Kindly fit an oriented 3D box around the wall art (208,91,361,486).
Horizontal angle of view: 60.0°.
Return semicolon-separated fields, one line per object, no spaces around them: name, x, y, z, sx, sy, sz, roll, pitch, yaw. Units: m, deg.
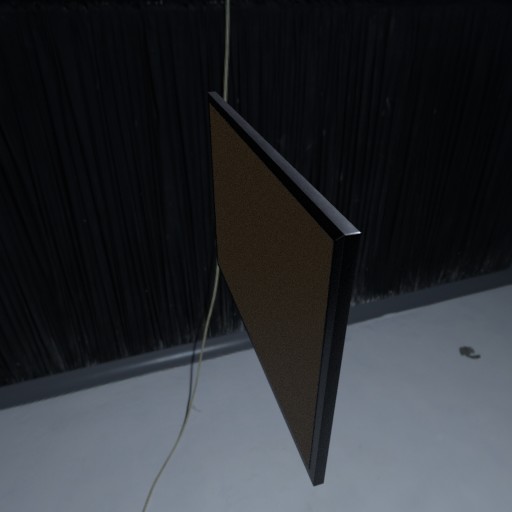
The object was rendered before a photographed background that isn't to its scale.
wall art;0.000;0.000;0.562;0.013;0.306;0.440;-10;34;-15
